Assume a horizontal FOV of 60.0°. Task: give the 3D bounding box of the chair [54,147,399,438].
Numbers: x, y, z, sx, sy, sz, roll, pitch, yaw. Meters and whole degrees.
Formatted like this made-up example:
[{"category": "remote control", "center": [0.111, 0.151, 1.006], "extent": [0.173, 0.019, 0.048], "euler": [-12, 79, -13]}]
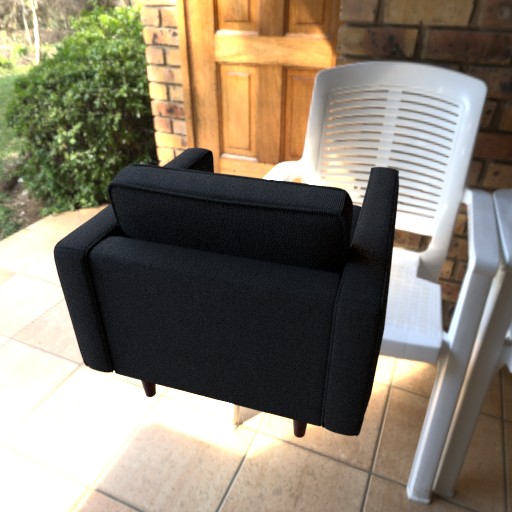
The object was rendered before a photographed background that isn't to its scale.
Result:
[{"category": "chair", "center": [0.000, 0.000, 1.554], "extent": [0.899, 0.770, 0.919], "euler": [9, 33, 15]}]
